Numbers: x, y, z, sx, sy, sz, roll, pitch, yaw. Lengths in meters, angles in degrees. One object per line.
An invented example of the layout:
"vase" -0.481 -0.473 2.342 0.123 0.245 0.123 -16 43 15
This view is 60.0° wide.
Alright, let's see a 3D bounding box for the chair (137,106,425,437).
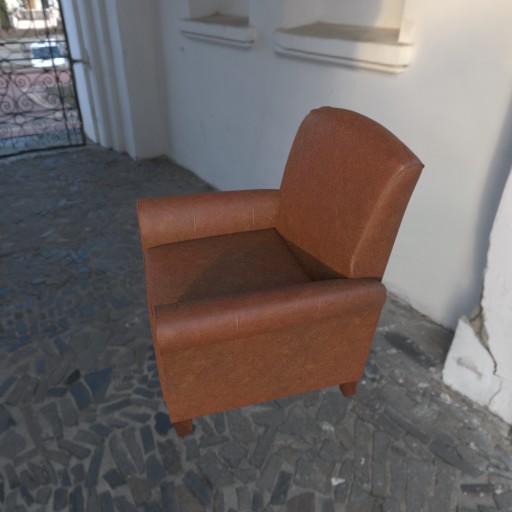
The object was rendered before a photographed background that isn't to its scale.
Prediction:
"chair" 0.000 0.000 1.800 0.902 1.061 0.978 -9 32 -14
